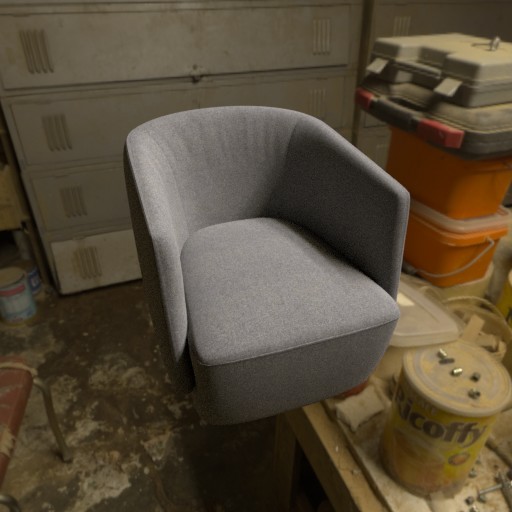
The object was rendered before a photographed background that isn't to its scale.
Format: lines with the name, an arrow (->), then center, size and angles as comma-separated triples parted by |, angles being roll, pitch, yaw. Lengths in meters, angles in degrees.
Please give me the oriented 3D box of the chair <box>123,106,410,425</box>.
chair -> 0.000, 0.000, 1.630 | 0.822, 0.861, 0.986 | -11, 34, -17
